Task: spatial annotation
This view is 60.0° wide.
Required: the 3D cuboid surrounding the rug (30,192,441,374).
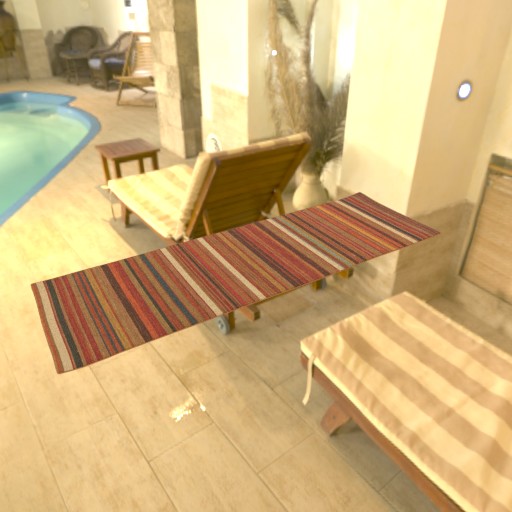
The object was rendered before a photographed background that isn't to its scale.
[{"bbox_3d":[0.000,0.000,2.701,2.444,0.030,0.799,-17,35,-27],"label":"rug"}]
